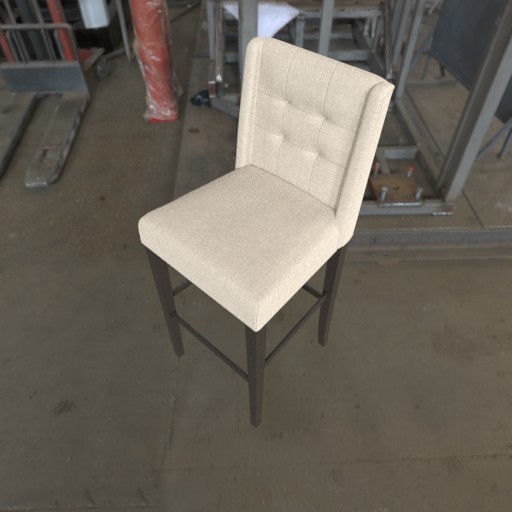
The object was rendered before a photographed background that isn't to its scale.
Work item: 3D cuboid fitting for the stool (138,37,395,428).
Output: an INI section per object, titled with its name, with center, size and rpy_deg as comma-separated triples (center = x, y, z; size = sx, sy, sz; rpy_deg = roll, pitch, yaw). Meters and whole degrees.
[stool]
center = 0.000, 0.000, 1.410
size = 0.474, 1.116, 0.509
rpy_deg = 34, 55, 28
